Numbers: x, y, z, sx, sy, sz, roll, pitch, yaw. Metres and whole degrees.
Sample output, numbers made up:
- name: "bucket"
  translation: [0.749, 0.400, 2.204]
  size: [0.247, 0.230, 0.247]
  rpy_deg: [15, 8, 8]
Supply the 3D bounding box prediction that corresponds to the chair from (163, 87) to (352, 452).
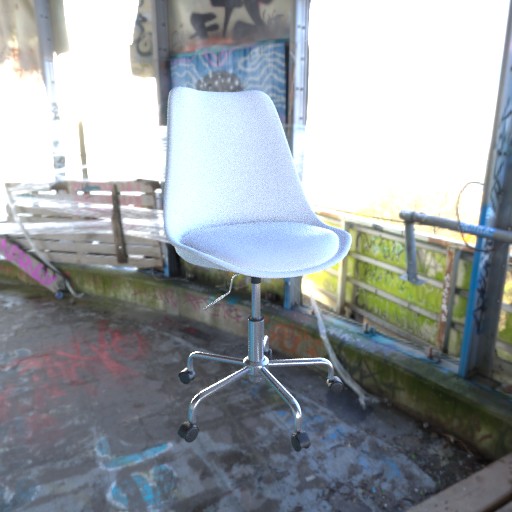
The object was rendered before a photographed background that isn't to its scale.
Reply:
- name: "chair"
  translation: [0.000, 0.000, 1.258]
  size: [0.550, 0.930, 0.550]
  rpy_deg: [-8, 17, -26]
